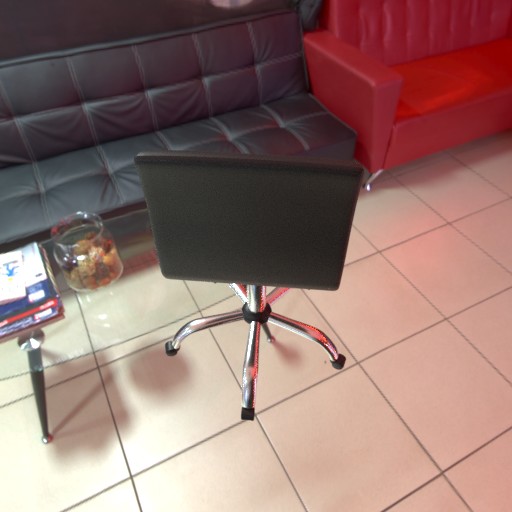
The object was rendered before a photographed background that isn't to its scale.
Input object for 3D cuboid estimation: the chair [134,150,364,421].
[{"bbox_3d":[0.000,0.000,1.123,0.556,0.780,0.530,4,46,4],"label":"chair"}]
